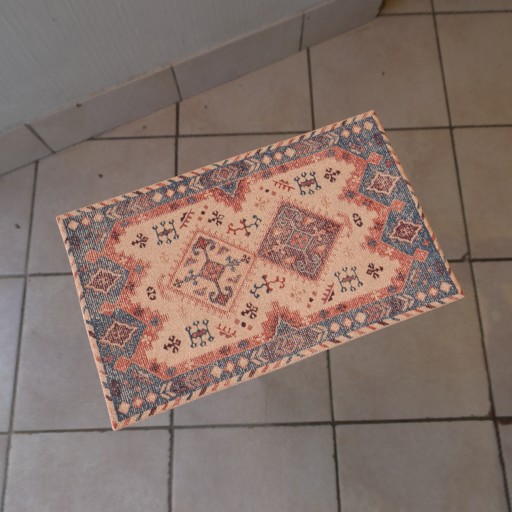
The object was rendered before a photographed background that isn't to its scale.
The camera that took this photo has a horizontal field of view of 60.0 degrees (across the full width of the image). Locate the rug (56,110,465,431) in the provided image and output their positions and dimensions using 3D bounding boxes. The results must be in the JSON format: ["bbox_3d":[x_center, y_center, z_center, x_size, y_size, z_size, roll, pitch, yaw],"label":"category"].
[{"bbox_3d":[0.000,0.000,3.063,2.464,0.023,1.521,-20,76,-5],"label":"rug"}]
